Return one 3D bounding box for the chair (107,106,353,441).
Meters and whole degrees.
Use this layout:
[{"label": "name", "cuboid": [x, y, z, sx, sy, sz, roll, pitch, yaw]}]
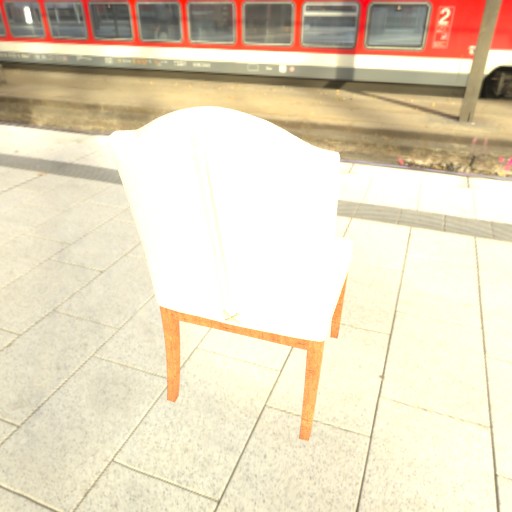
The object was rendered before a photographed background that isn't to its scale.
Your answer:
[{"label": "chair", "cuboid": [0.000, 0.000, 1.384, 0.534, 1.012, 0.648, 10, 32, 16]}]
